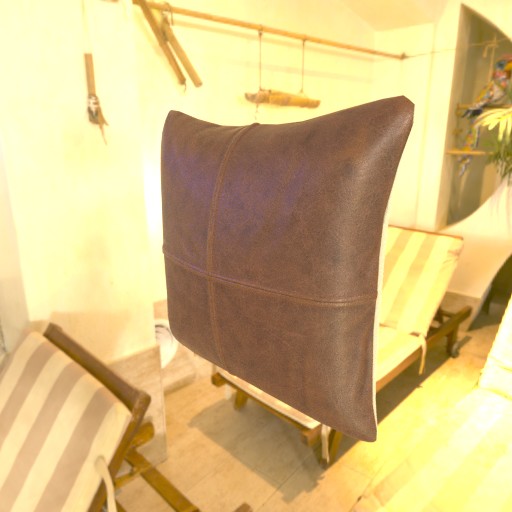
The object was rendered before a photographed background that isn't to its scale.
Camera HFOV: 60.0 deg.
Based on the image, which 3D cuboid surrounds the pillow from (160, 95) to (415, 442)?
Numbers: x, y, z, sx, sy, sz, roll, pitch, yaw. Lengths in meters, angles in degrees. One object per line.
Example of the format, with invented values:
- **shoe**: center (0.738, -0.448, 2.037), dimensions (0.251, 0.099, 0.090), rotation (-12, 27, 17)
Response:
- **pillow**: center (0.000, 0.000, 0.716), dimensions (0.484, 0.470, 0.192), rotation (15, 22, 42)
